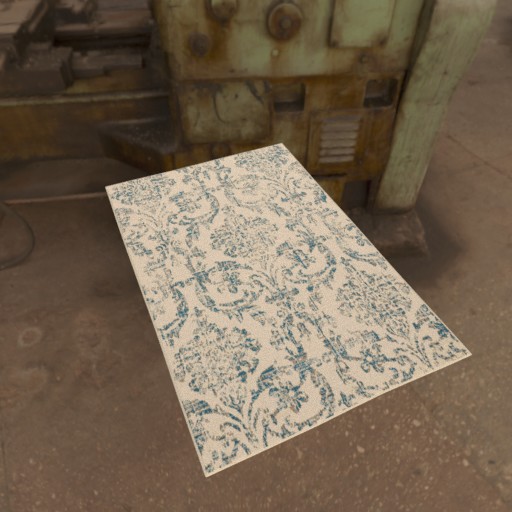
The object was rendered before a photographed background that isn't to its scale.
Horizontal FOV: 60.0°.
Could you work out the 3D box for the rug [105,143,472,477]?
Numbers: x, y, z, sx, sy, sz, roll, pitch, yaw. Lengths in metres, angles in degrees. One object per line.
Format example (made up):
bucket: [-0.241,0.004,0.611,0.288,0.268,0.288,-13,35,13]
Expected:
rug: [0.000,0.000,2.311,1.213,0.012,1.831,-18,49,-16]
